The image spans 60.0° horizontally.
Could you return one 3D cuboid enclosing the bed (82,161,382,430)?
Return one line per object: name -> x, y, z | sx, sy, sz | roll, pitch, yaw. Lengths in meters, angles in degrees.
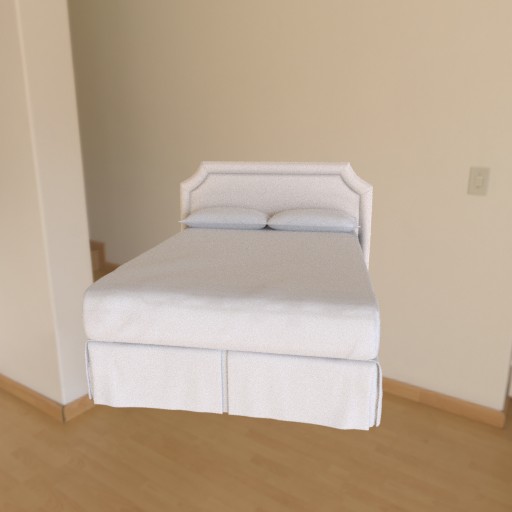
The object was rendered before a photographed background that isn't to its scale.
bed -> 0.000, 0.000, 3.284 | 1.828, 1.297, 2.164 | 2, 14, 9
